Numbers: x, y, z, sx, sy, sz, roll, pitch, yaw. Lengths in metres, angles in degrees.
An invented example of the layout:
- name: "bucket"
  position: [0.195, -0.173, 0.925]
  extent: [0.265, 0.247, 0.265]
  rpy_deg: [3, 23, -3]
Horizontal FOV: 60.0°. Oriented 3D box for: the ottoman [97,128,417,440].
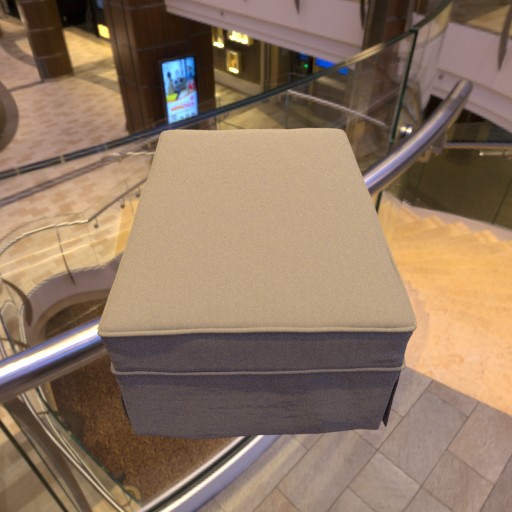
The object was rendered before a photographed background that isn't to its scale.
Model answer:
- name: "ottoman"
  position: [0.000, 0.000, 1.337]
  extent: [0.703, 0.479, 0.944]
  rpy_deg: [-1, 41, -1]
